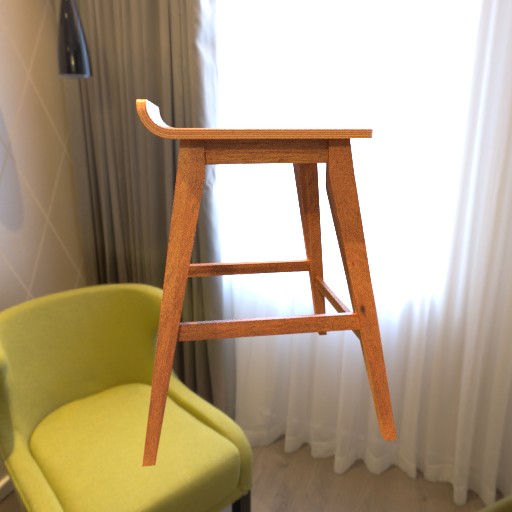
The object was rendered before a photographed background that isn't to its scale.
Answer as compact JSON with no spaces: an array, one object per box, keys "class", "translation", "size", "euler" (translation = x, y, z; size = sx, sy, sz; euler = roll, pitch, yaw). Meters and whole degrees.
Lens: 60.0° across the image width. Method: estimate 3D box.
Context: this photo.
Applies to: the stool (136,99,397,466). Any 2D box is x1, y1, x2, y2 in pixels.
[{"class":"stool","translation":[0.000,0.000,1.005],"size":[0.500,0.650,0.500],"euler":[-2,16,-8]}]
